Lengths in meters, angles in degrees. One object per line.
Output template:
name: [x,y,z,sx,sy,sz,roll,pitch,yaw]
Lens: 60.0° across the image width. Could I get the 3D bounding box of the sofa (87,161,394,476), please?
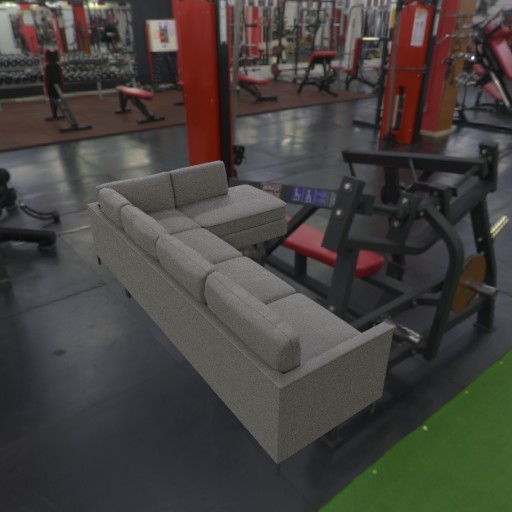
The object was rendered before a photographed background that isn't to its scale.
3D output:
sofa: [0.000,0.000,4.156,2.077,0.964,3.331,-18,33,-31]
